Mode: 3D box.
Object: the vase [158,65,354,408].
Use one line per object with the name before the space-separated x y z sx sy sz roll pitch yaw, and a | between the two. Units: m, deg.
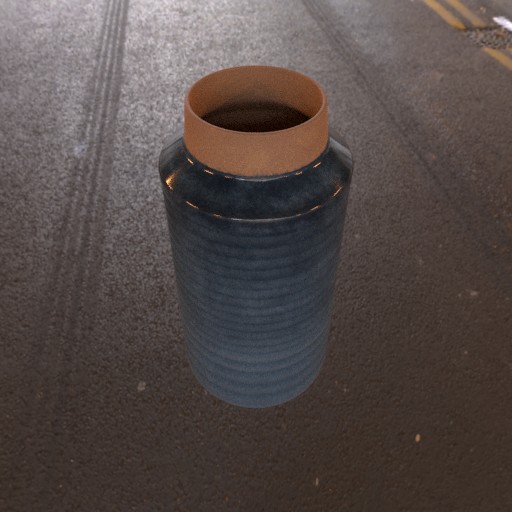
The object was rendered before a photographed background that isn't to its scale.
vase | 0.000 0.000 0.413 0.163 0.316 0.163 0 47 0
